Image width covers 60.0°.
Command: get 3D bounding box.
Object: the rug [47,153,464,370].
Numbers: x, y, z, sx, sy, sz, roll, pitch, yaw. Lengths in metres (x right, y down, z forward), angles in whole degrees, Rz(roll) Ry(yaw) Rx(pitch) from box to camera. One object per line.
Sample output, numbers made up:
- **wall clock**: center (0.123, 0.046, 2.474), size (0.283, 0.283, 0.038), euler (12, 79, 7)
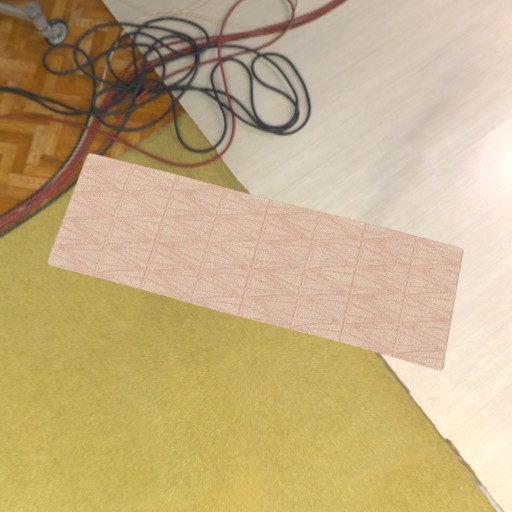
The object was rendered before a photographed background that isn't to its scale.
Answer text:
- **rug**: center (0.000, 0.000, 2.699), size (2.435, 0.015, 0.760), euler (15, 78, 3)
